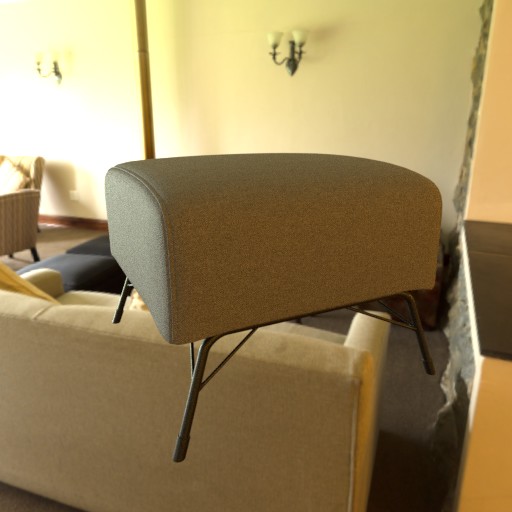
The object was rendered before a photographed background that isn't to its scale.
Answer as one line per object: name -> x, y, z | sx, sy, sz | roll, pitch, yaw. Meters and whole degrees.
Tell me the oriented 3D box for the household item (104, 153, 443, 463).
household item -> 0.000, 0.000, 0.919 | 0.530, 0.410, 0.530 | -8, 19, -25
